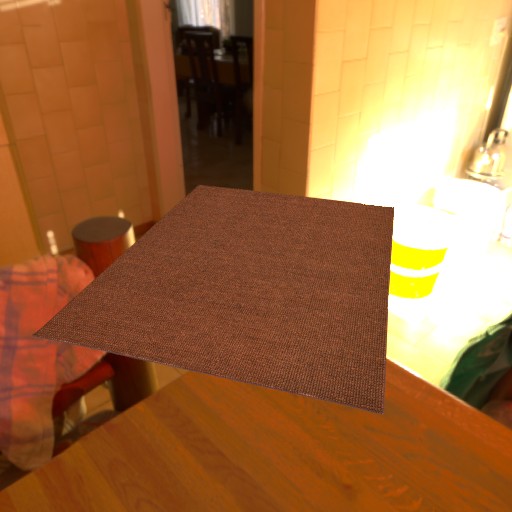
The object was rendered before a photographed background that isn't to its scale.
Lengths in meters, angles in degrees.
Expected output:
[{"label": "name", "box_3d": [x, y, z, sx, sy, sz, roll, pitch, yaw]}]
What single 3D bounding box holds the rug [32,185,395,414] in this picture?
[{"label": "rug", "box_3d": [0.000, 0.000, 4.145, 2.456, 0.021, 3.068, 8, 31, 14]}]
